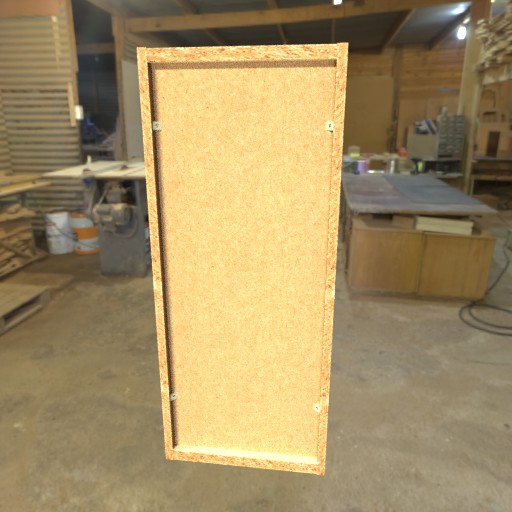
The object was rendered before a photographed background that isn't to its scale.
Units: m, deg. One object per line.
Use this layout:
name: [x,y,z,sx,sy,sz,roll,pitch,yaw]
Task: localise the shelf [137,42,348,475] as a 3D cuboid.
shelf: [0.000,0.000,0.740,0.253,0.600,0.290,2,17,7]
